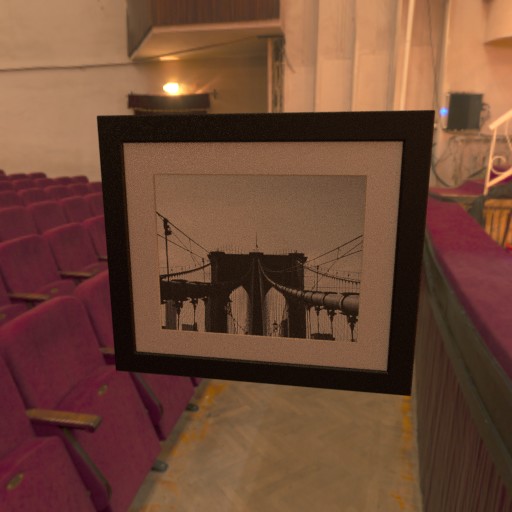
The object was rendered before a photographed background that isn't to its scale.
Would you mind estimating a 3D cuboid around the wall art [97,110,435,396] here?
[{"bbox_3d":[0.000,0.000,0.732,0.521,0.450,0.018,2,13,10],"label":"wall art"}]
